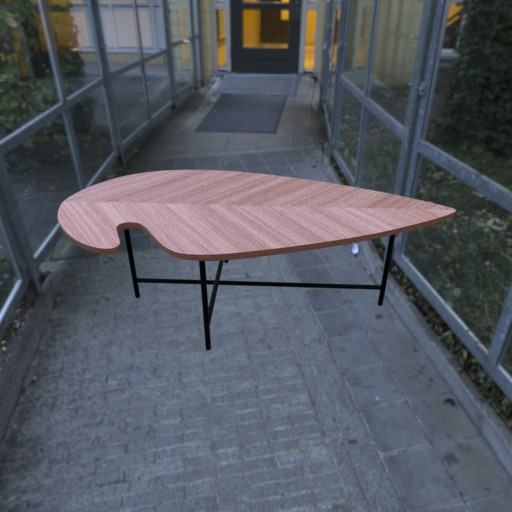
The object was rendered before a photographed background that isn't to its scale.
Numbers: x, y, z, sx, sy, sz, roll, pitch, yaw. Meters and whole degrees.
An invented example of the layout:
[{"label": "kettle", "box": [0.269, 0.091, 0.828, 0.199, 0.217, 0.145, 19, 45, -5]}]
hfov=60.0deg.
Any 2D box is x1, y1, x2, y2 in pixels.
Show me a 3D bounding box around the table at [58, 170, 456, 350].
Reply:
[{"label": "table", "box": [0.000, 0.000, 1.446, 1.199, 0.360, 0.598, 2, 31, 3]}]
